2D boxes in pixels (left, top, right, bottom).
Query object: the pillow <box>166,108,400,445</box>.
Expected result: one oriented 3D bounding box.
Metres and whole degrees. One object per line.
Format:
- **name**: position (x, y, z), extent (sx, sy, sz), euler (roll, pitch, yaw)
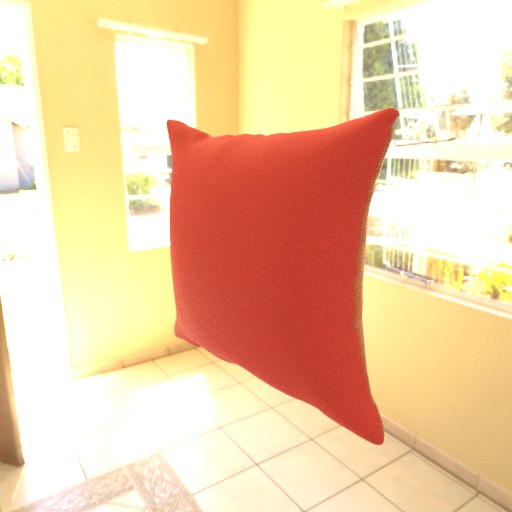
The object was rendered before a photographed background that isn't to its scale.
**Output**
- **pillow**: position (0.000, 0.000, 0.814), extent (0.229, 0.501, 0.559), euler (-13, 19, -42)
